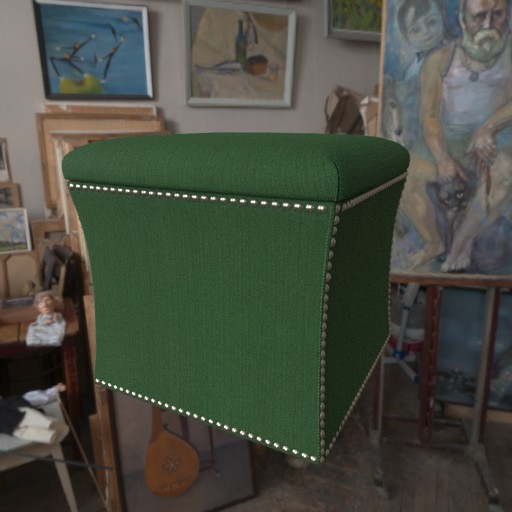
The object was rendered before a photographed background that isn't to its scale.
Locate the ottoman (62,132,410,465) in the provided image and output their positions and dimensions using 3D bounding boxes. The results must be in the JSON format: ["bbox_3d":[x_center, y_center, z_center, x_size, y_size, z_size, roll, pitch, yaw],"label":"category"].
[{"bbox_3d":[0.000,0.000,0.884,0.497,0.475,0.507,9,19,27],"label":"ottoman"}]
